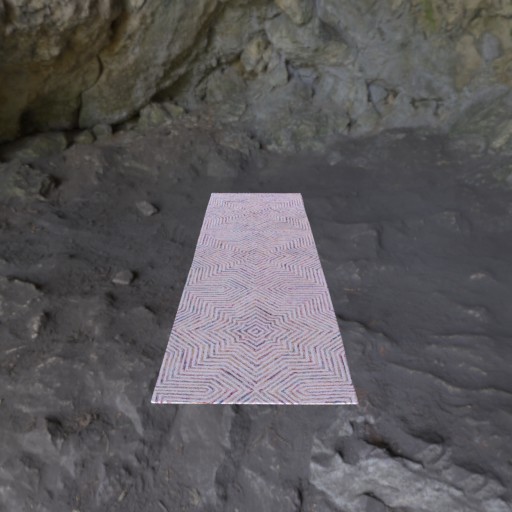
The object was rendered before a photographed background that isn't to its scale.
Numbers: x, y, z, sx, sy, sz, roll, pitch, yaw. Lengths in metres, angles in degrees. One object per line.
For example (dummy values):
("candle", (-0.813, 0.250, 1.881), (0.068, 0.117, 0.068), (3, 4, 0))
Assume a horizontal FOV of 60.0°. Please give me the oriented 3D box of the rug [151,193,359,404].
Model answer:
("rug", (0.000, 0.000, 2.713), (0.771, 0.009, 2.443), (0, 26, 0))
